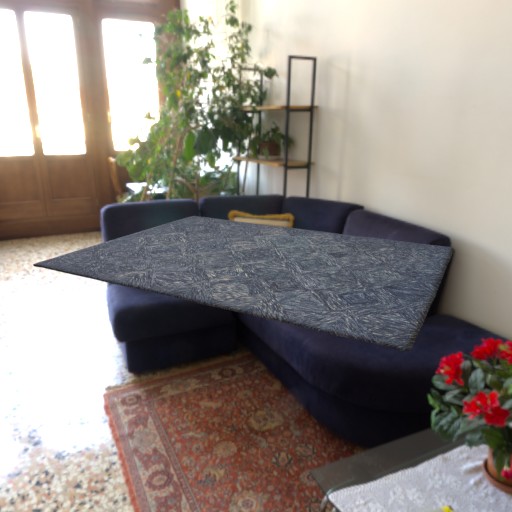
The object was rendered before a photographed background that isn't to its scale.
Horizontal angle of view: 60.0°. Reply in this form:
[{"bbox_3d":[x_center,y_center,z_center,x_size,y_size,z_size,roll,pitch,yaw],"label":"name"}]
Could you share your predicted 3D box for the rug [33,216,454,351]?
[{"bbox_3d":[0.000,0.000,4.179,3.245,0.024,2.385,9,19,27],"label":"rug"}]
